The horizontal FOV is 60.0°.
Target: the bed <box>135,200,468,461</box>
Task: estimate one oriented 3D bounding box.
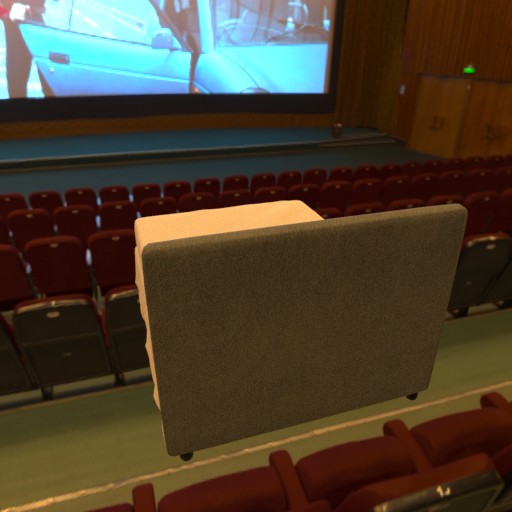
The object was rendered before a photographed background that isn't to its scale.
[{"bbox_3d":[0.000,0.000,3.228,1.713,1.330,2.142,-8,28,-16],"label":"bed"}]
